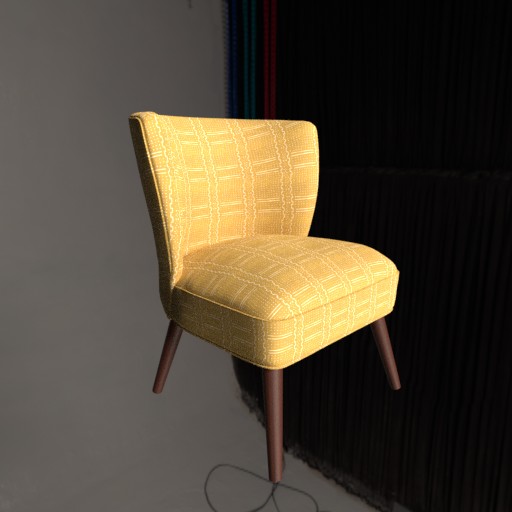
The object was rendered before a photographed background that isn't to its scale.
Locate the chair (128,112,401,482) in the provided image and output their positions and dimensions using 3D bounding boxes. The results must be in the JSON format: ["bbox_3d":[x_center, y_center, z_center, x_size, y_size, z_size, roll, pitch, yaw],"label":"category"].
[{"bbox_3d":[0.000,0.000,1.399,0.706,0.866,0.758,-14,20,-43],"label":"chair"}]
